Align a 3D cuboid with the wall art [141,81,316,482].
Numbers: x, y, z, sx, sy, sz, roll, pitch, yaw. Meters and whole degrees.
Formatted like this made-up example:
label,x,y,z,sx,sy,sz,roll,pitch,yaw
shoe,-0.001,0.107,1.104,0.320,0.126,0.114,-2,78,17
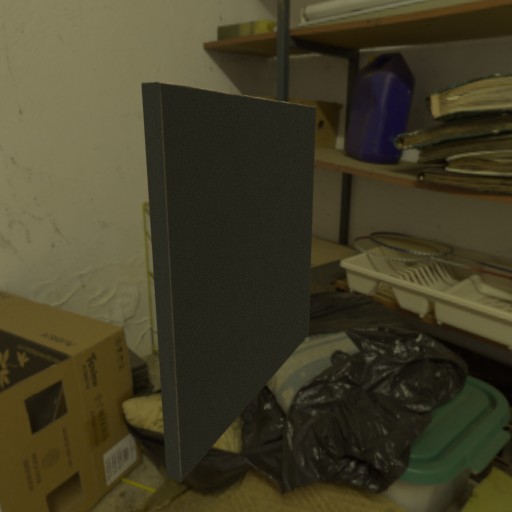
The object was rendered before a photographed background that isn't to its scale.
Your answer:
label,x,y,z,sx,sy,sz,roll,pitch,yaw
wall art,0.000,0.000,0.452,0.015,0.303,0.304,7,17,25
